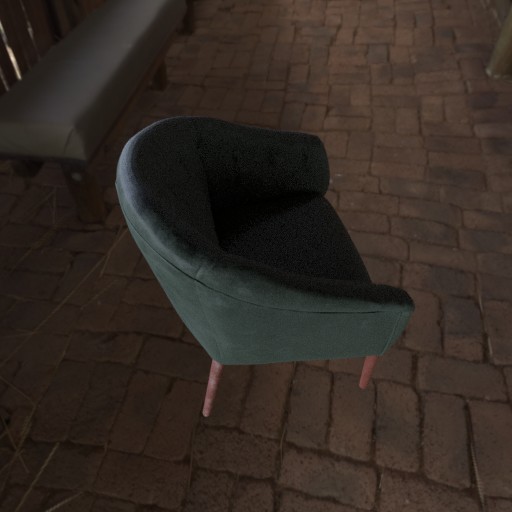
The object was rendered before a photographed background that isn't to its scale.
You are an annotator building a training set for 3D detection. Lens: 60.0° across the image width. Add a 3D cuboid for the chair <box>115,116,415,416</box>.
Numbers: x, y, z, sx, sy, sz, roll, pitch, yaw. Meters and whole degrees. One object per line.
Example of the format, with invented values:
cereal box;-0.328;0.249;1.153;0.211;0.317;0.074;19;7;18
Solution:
chair;0.000;0.000;1.533;0.776;0.885;0.851;-9;48;-8
